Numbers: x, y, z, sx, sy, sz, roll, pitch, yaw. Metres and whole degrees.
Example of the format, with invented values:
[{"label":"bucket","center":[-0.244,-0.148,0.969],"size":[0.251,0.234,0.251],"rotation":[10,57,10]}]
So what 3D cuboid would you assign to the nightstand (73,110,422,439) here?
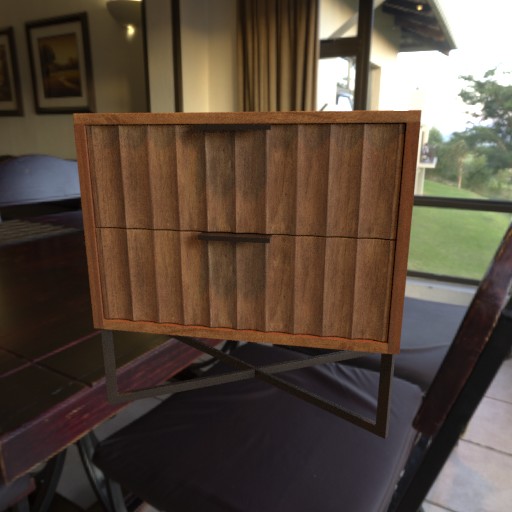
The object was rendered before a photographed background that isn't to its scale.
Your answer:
[{"label":"nightstand","center":[0.000,0.000,1.027],"size":[0.613,0.615,0.427],"rotation":[3,15,11]}]
